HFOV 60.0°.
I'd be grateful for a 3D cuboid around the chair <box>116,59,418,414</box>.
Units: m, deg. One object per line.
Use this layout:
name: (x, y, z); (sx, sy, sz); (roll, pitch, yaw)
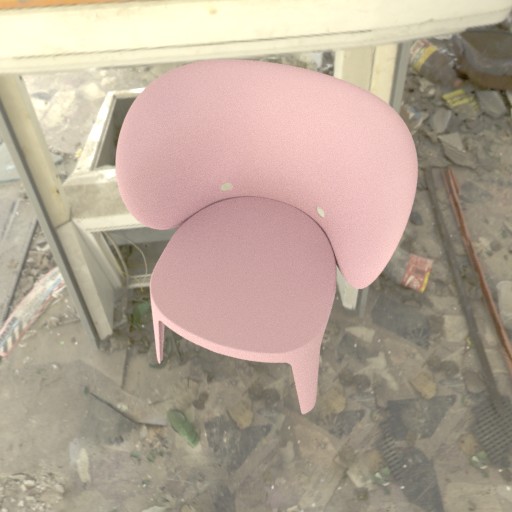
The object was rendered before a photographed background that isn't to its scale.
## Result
chair: (0.000, 0.000, 0.841); (0.451, 0.554, 0.402); (16, 59, 10)
